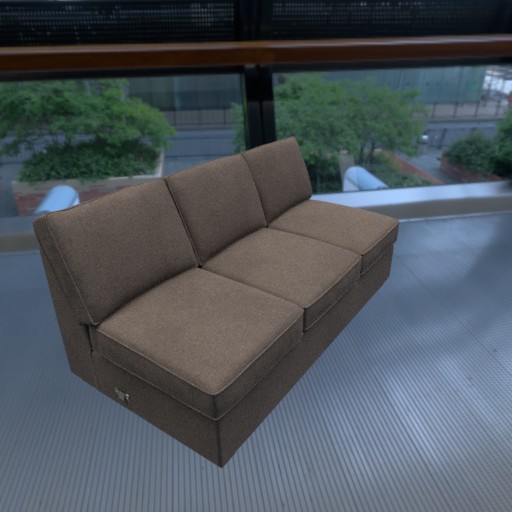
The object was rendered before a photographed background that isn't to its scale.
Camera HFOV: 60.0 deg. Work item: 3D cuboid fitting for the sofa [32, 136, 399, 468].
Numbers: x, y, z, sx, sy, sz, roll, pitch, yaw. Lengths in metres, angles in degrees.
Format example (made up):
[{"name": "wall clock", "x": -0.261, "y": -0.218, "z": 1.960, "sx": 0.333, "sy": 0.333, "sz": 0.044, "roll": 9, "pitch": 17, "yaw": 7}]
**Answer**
[{"name": "sofa", "x": 0.000, "y": 0.000, "z": 2.499, "sx": 1.027, "sy": 0.973, "sz": 1.962, "roll": 18, "pitch": 32, "yaw": 31}]
